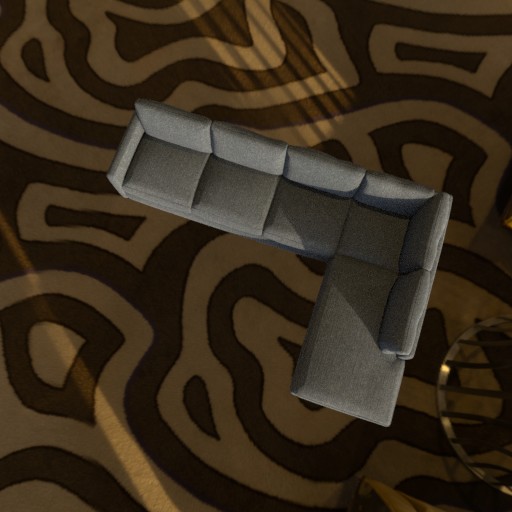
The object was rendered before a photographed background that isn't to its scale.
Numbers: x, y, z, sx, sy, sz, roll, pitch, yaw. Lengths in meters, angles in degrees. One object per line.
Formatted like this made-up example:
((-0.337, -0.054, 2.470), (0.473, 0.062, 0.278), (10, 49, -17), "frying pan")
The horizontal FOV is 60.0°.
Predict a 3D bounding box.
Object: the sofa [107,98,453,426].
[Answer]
((0.000, 0.000, 3.859), (2.949, 0.815, 2.007), (18, 77, 4), "sofa")
